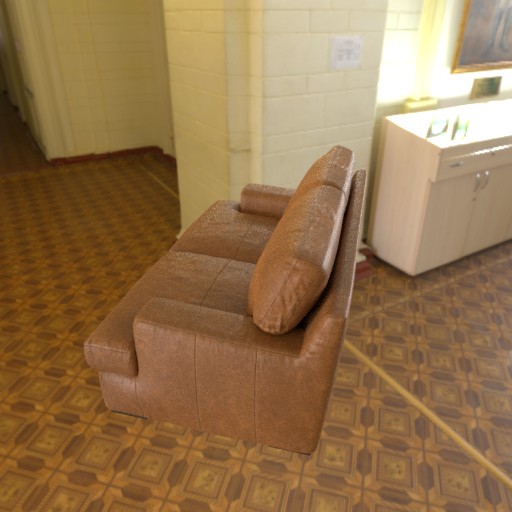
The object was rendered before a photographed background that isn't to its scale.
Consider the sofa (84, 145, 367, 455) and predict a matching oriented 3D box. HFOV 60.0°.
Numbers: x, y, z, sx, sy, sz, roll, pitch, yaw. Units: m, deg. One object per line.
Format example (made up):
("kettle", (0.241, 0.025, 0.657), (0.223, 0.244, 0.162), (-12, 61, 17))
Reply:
("sofa", (0.000, 0.000, 2.580), (1.144, 0.966, 1.880), (7, 29, 13))
